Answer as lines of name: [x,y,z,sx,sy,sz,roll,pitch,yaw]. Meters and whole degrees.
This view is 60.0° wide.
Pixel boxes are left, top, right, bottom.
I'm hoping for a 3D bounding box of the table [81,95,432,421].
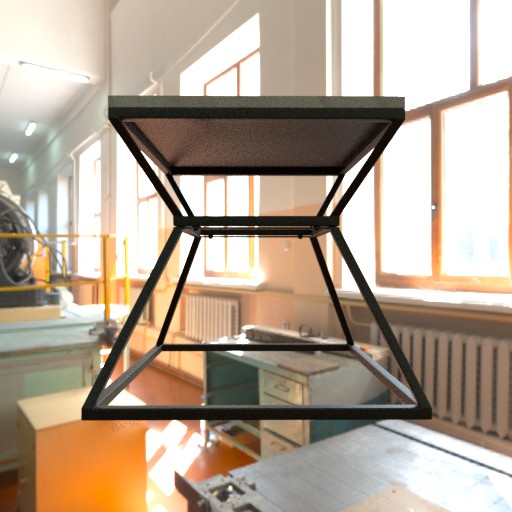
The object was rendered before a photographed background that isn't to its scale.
table: [0.000,0.000,0.802,0.455,0.431,0.455,0,-1,0]
